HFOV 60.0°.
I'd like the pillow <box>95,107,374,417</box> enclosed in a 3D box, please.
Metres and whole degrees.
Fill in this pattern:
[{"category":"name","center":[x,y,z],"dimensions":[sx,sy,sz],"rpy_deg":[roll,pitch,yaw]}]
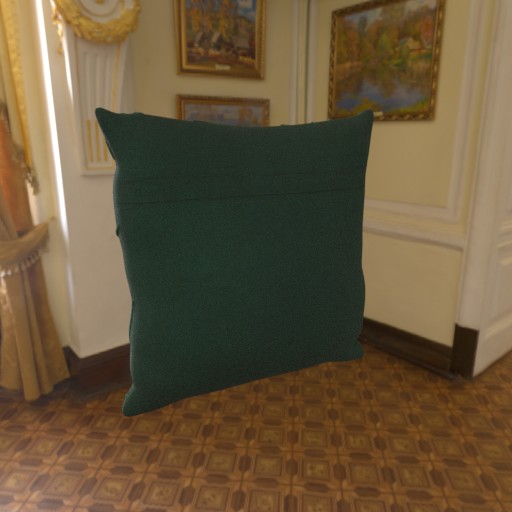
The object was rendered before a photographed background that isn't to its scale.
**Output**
[{"category":"pillow","center":[0.000,0.000,0.686],"dimensions":[0.439,0.440,0.184],"rpy_deg":[-8,17,-25]}]
